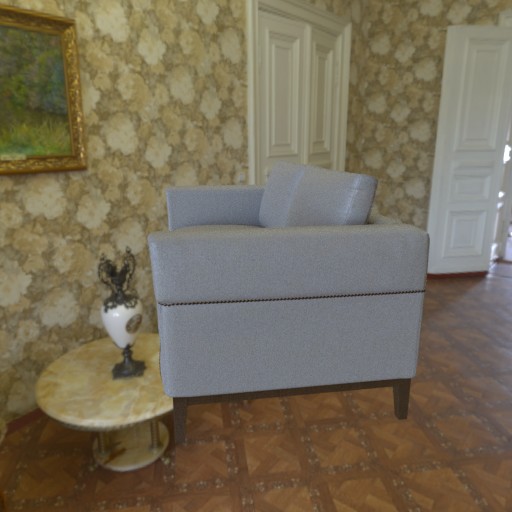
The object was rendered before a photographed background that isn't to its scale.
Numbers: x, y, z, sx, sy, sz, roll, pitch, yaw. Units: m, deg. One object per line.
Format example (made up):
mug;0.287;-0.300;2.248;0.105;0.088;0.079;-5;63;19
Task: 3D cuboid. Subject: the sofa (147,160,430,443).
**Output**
sofa;0.000;0.000;2.164;0.899;0.873;1.598;-2;15;-9
